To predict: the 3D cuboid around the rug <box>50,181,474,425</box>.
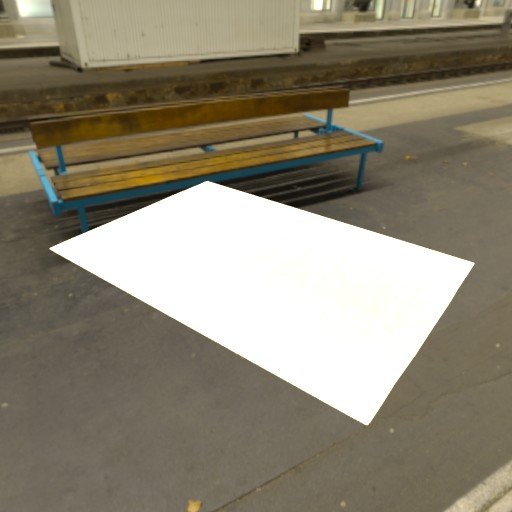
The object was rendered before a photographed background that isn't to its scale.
[{"bbox_3d":[0.000,0.000,2.305,1.850,0.006,1.234,22,37,32],"label":"rug"}]
